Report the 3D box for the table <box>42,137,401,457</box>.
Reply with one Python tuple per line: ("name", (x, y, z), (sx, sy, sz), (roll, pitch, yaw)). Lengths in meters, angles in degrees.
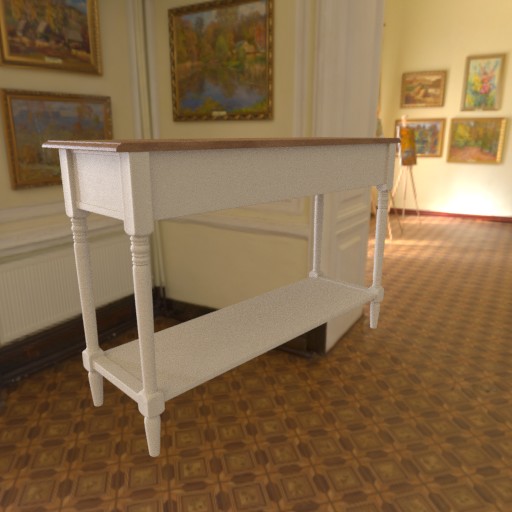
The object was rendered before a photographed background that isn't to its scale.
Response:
("table", (0.000, 0.000, 1.567), (0.399, 0.800, 1.219), (15, 21, 43))
